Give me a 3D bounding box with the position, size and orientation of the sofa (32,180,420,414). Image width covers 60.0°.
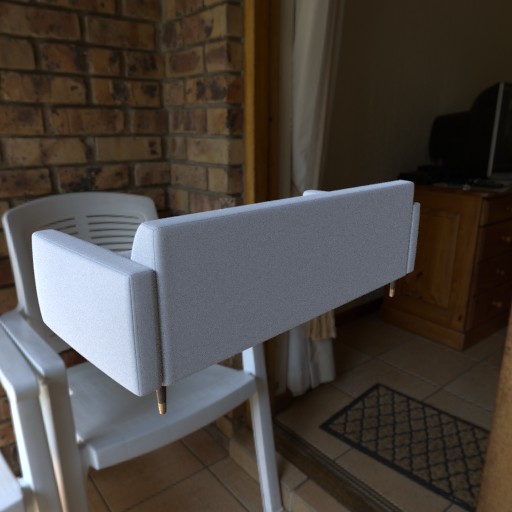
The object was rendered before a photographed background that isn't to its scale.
[{"bbox_3d":[0.000,0.000,2.682,2.291,0.821,0.990,-15,22,-43],"label":"sofa"}]
